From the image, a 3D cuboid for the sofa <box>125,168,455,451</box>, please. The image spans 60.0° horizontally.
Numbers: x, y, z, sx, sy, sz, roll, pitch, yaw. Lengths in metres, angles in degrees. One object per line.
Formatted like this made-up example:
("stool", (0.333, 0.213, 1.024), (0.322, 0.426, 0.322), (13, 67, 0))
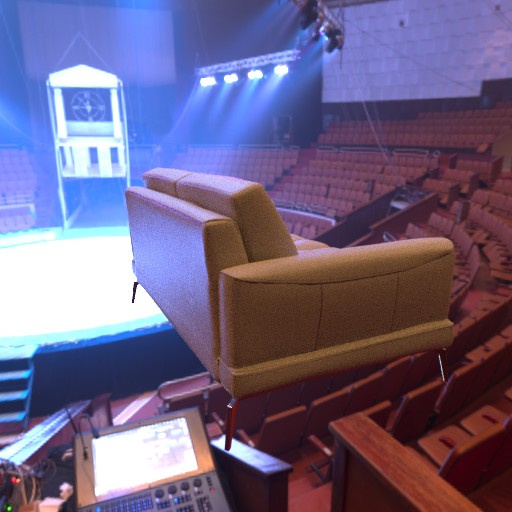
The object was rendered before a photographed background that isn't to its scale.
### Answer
("sofa", (0.000, 0.000, 2.451), (1.121, 0.930, 1.819), (-7, 15, -25))
